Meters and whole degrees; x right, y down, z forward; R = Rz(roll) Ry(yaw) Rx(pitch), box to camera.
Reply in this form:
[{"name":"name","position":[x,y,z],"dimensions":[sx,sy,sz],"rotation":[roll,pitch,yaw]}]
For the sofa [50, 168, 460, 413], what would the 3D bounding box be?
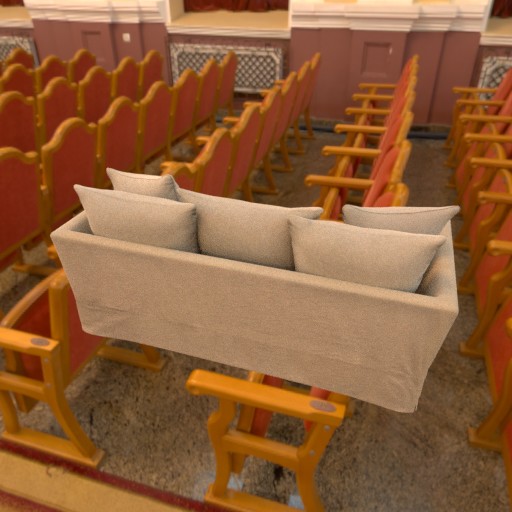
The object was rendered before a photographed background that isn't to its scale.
[{"name":"sofa","position":[0.000,0.000,2.842],"dimensions":[2.290,1.034,1.031],"rotation":[10,34,15]}]
